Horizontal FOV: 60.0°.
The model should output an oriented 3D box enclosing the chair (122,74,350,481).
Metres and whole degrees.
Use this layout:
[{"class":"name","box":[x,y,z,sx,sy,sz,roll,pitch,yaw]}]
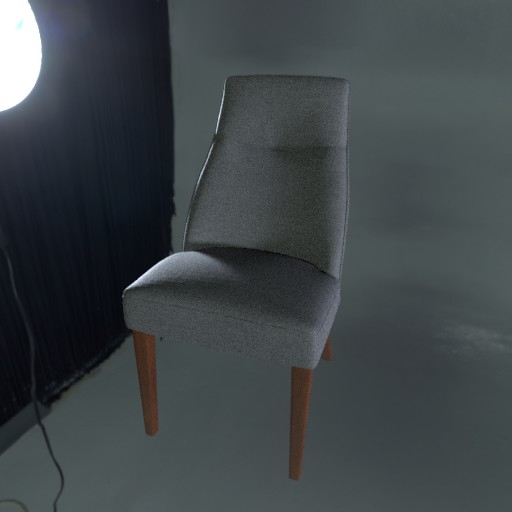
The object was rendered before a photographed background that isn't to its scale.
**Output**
[{"class":"chair","box":[0.000,0.000,1.264,0.500,0.930,0.620,9,27,18]}]
